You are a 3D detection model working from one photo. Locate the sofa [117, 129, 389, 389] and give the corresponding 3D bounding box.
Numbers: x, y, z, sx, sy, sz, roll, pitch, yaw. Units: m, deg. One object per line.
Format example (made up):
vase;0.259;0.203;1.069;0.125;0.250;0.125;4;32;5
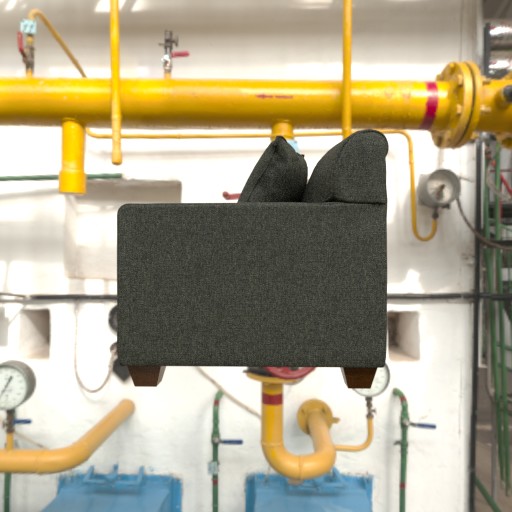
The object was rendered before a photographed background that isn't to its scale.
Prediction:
sofa;0.000;0.000;2.453;0.998;0.958;1.846;0;-1;2
